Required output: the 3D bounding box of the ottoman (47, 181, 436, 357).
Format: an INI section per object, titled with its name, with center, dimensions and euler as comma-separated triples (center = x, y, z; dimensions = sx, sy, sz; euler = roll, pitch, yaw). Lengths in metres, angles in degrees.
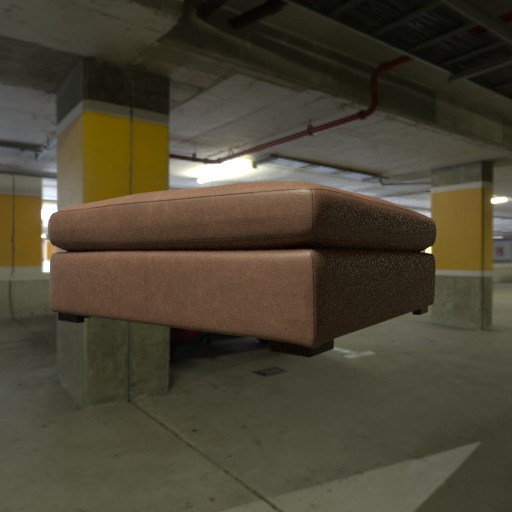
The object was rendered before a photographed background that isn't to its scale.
[ottoman]
center = 0.000, 0.000, 1.804
dimensions = 1.168, 0.490, 1.168
euler = 0, 0, 35
